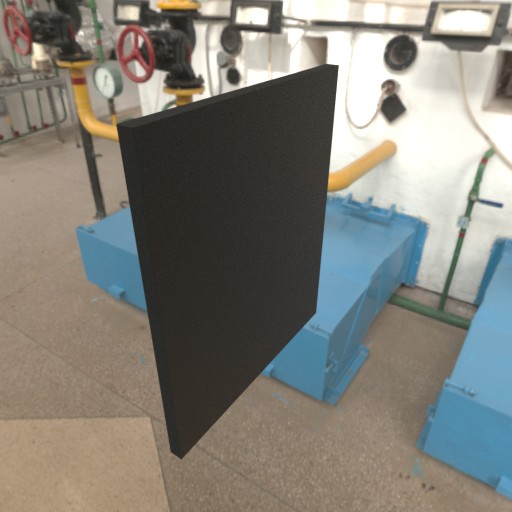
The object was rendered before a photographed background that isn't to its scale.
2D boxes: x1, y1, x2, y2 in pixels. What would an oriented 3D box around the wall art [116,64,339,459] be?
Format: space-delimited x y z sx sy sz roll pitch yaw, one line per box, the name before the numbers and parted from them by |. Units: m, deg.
wall art | 0.000 0.000 0.695 0.023 0.505 0.428 20 37 29
